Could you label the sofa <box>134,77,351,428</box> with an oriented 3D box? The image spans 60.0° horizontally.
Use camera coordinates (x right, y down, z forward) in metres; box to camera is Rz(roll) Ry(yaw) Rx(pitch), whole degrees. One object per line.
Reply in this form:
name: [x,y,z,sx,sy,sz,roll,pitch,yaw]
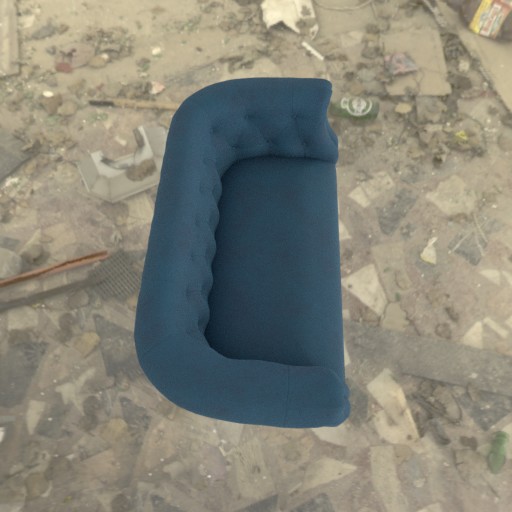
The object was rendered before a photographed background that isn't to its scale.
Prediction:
sofa: [0.000,0.000,2.076,0.835,0.827,1.558,2,63,1]
